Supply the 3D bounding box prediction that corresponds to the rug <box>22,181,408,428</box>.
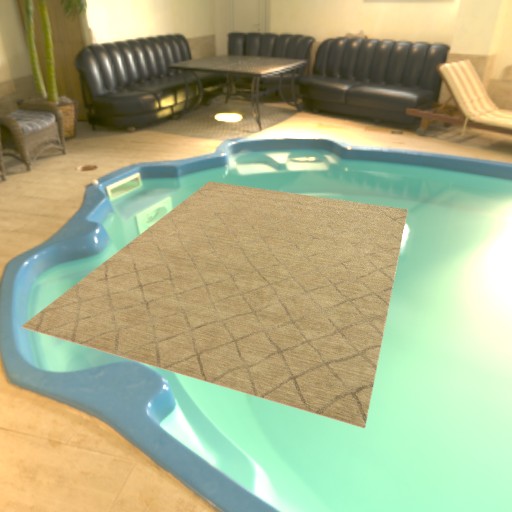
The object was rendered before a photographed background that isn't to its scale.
[{"bbox_3d":[0.000,0.000,4.010,2.420,0.019,3.038,11,32,18],"label":"rug"}]
